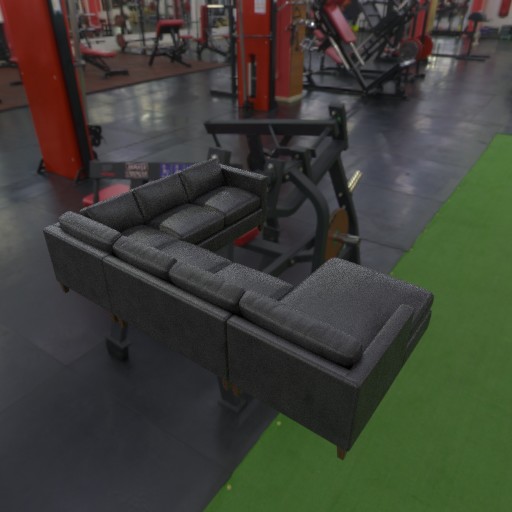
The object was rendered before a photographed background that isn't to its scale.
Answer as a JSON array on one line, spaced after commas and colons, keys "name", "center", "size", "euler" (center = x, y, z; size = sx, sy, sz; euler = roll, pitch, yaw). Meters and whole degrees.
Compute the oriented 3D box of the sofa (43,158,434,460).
[{"name": "sofa", "center": [0.000, 0.000, 4.399], "size": [3.324, 0.891, 2.452], "euler": [21, 37, 31]}]
